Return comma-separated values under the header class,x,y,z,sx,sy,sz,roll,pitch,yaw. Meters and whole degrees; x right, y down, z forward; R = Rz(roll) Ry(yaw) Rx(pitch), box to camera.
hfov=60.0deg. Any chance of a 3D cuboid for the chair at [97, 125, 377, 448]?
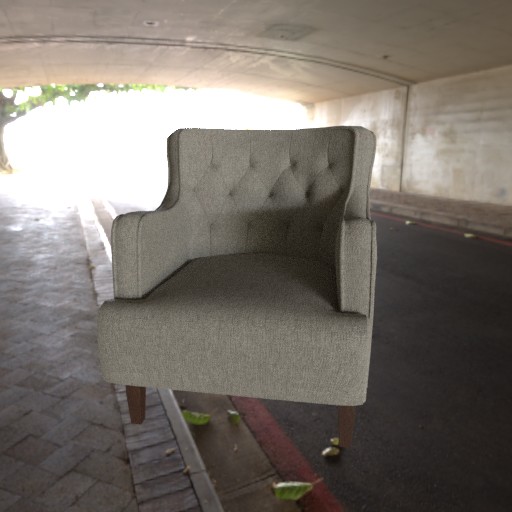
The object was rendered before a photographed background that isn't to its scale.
class,x,y,z,sx,sy,sz,roll,pitch,yaw
chair,0.000,0.000,1.574,0.820,0.920,0.910,2,14,10
